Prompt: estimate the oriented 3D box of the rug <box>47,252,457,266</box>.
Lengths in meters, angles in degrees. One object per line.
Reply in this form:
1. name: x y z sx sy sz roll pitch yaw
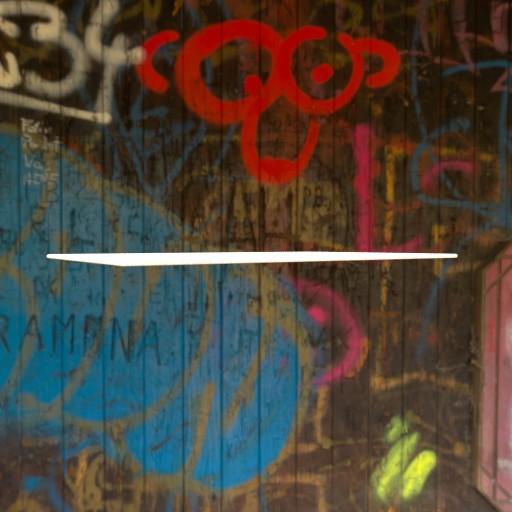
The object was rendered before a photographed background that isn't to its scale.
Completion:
1. rug: 0.000 0.000 3.511 2.743 0.030 1.778 -1 2 -35
